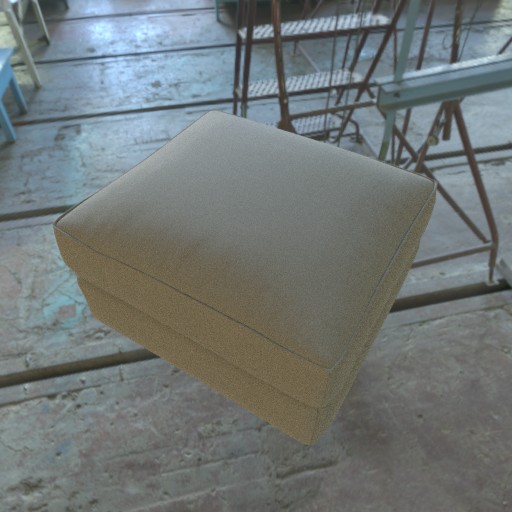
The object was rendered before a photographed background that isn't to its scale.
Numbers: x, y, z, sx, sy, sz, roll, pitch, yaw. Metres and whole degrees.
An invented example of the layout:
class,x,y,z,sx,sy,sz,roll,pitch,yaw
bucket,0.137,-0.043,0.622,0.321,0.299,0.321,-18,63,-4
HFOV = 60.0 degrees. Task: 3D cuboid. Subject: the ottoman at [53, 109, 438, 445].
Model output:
class,x,y,z,sx,sy,sz,roll,pitch,yaw
ottoman,0.000,0.000,1.169,0.716,0.505,0.662,24,51,21
